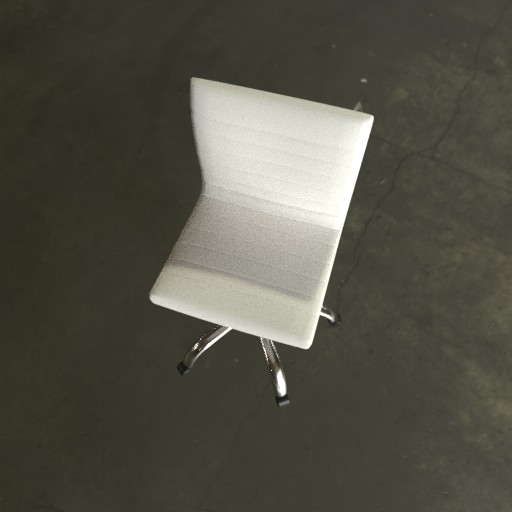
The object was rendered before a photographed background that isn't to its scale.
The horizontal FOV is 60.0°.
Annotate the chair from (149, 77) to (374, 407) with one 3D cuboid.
[{"bbox_3d":[0.000,0.000,1.153,0.556,0.780,0.530,15,60,9],"label":"chair"}]
